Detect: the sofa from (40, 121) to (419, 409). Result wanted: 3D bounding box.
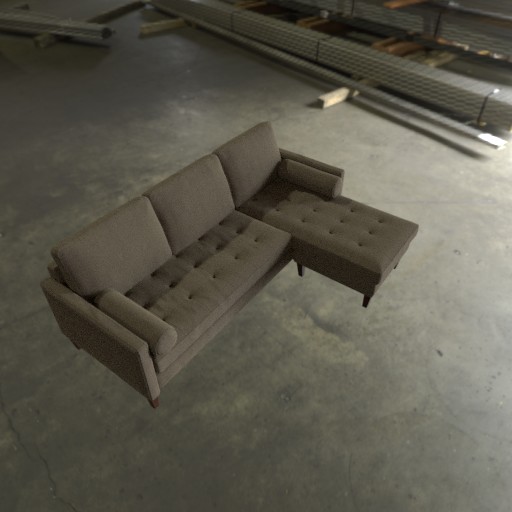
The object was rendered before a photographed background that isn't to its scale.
[{"bbox_3d":[0.000,0.000,2.964,1.506,0.875,2.178,26,48,26],"label":"sofa"}]
